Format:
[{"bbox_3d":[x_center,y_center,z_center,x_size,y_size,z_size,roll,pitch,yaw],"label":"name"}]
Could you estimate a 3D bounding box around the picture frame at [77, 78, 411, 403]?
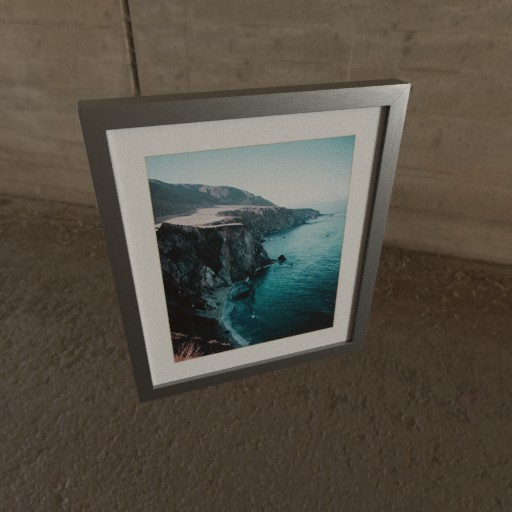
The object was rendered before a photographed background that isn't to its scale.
[{"bbox_3d":[0.000,0.000,1.358,0.839,0.968,0.073,-10,34,-15],"label":"picture frame"}]
